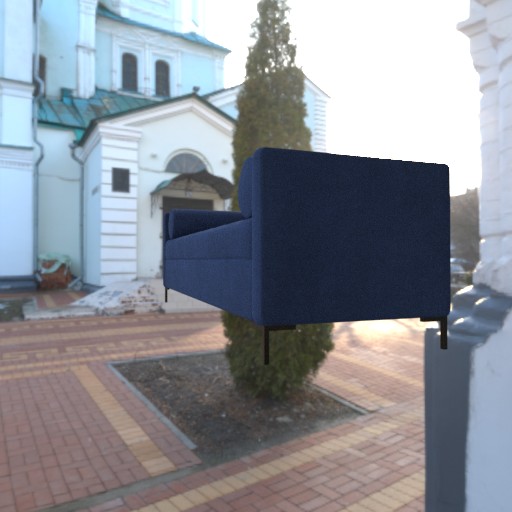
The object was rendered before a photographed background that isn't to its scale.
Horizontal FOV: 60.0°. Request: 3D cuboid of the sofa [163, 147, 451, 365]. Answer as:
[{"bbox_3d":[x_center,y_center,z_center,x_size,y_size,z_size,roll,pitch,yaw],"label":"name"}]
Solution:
[{"bbox_3d":[0.000,0.000,2.292,0.686,0.635,1.981,0,-1,-20],"label":"sofa"}]
